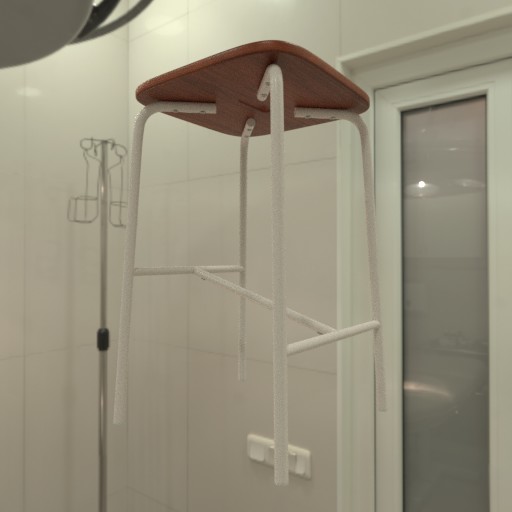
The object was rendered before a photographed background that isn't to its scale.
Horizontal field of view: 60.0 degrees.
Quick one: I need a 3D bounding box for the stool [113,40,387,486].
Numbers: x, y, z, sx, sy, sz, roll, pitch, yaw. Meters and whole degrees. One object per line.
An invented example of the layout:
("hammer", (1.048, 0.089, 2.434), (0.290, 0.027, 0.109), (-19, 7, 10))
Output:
("stool", (0.000, 0.000, 0.845), (0.376, 0.610, 0.376), (0, 0, 37))
